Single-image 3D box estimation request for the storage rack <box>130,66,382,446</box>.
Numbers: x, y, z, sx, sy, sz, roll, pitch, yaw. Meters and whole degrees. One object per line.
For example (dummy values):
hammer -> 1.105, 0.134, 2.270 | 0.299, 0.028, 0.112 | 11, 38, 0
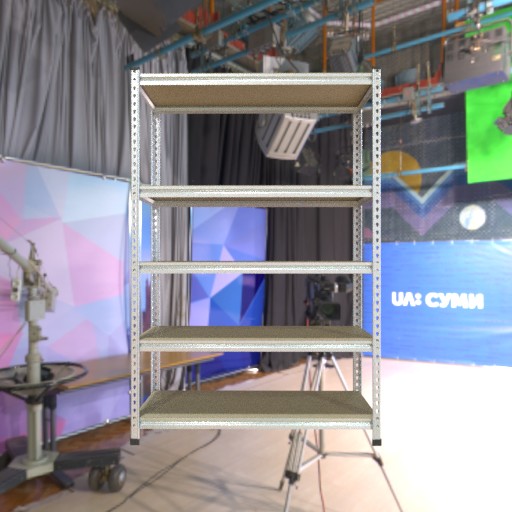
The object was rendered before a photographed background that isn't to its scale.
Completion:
storage rack -> 0.000, 0.000, 2.366 | 1.219, 1.829, 0.457 | 0, 0, 0
